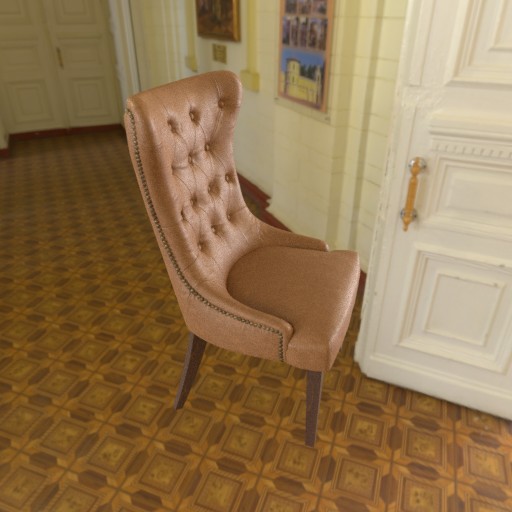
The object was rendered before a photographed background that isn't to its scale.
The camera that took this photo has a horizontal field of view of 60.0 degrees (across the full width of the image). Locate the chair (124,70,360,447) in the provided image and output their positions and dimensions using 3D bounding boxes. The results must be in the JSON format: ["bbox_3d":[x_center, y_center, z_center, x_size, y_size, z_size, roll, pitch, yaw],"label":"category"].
[{"bbox_3d":[0.000,0.000,1.473,0.669,1.065,0.611,10,32,17],"label":"chair"}]
